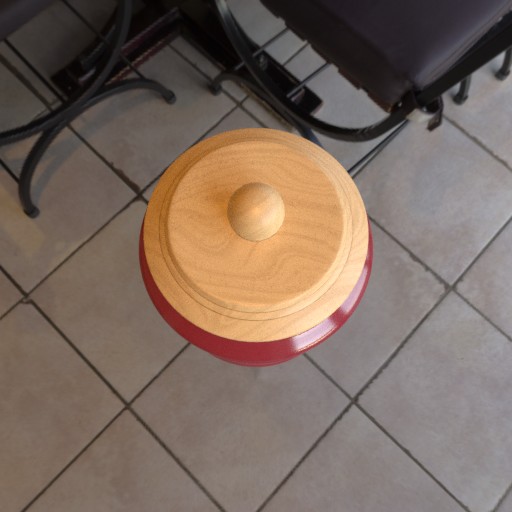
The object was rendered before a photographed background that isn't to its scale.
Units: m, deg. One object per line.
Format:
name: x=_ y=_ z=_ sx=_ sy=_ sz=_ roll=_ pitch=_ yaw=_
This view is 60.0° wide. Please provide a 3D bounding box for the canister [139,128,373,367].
canister: x=0.000 y=0.000 z=0.273 sx=0.130 sy=0.176 sz=0.130 roll=0 pitch=74 yaw=0
